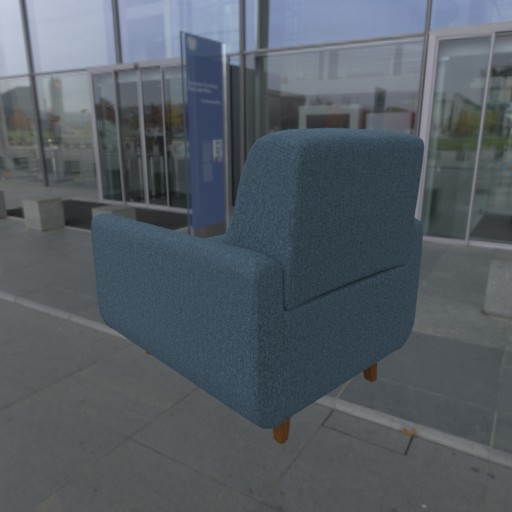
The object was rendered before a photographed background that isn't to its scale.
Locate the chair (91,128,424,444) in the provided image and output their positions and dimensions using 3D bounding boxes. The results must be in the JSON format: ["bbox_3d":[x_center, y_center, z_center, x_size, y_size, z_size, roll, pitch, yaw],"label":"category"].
[{"bbox_3d":[0.000,0.000,1.700,0.880,0.940,0.964,-14,21,-42],"label":"chair"}]
